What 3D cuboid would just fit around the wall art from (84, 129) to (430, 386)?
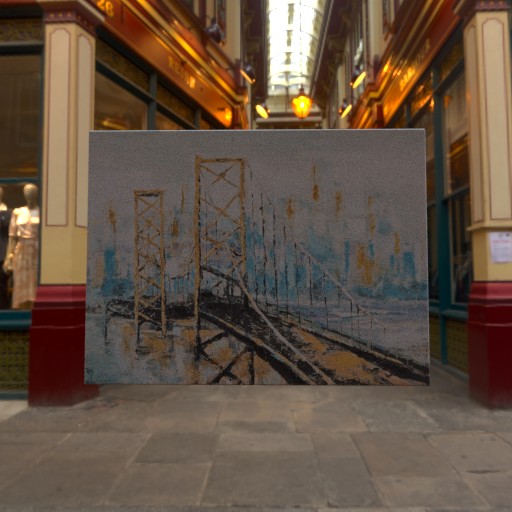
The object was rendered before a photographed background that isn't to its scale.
[{"bbox_3d":[0.000,0.000,1.336,1.016,0.762,0.038,0,-3,1],"label":"wall art"}]
